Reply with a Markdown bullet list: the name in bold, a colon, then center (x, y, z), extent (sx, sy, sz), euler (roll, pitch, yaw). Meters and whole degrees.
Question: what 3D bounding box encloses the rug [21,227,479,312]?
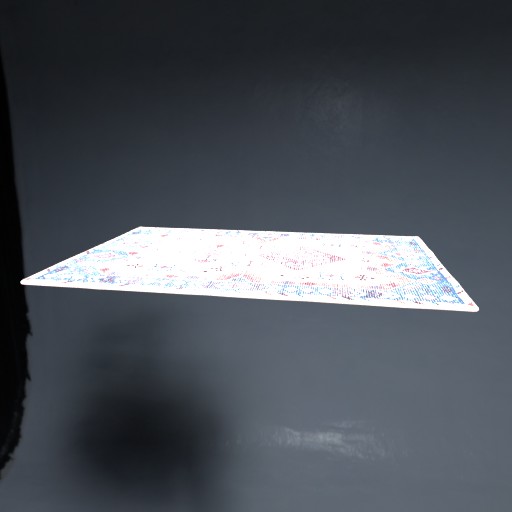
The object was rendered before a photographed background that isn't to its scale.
- **rug**: center (0.000, 0.000, 2.312), extent (1.840, 0.015, 1.225), euler (3, 15, 9)
